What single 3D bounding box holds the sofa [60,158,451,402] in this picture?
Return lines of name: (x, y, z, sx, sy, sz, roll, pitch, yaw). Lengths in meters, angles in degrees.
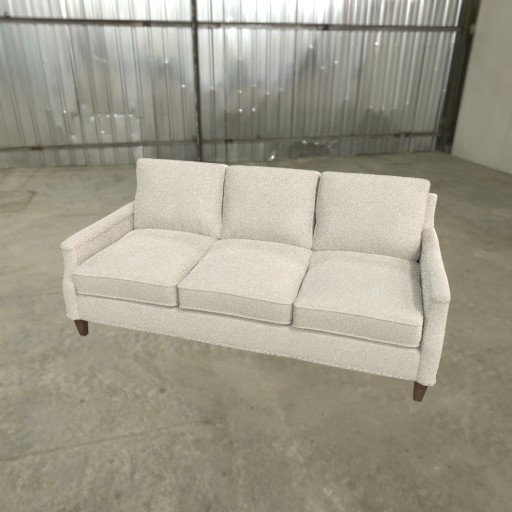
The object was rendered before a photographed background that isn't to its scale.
sofa: (0.000, 0.000, 2.871, 2.246, 1.003, 1.084, 7, 26, 15)
